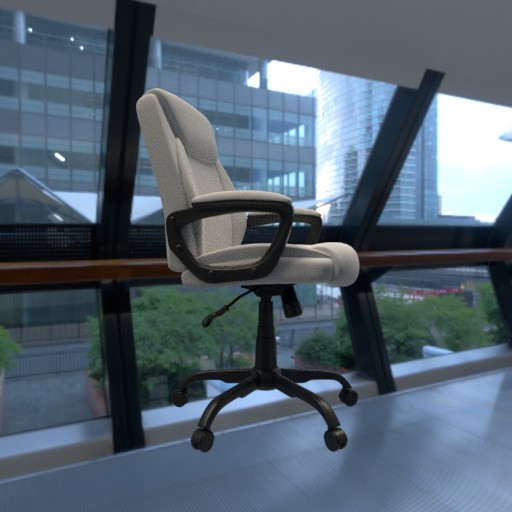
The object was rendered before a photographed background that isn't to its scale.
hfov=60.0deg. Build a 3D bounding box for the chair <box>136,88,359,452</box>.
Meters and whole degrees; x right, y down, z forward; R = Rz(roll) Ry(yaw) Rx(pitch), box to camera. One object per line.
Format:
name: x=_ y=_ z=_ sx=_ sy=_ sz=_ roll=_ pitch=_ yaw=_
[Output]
chair: x=0.000 y=0.000 z=1.481 sx=0.669 sy=1.065 sz=0.663 roll=0 pitch=1 yaw=17
